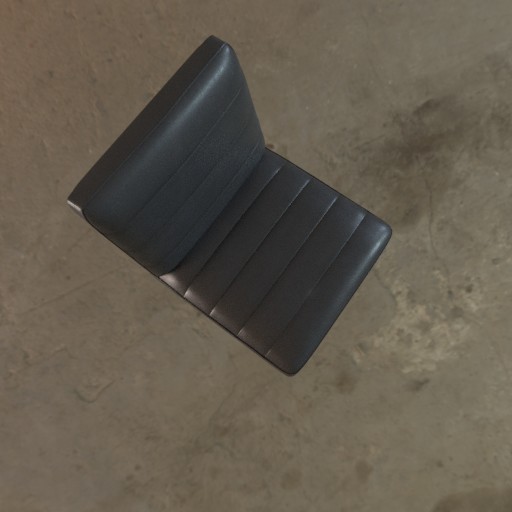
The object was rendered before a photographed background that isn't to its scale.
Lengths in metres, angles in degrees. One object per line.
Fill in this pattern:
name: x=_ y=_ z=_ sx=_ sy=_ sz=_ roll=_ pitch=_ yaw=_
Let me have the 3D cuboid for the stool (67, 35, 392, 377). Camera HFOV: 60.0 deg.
stool: x=0.000 y=0.000 z=1.297 sx=0.552 sy=1.040 sz=0.457 roll=35 pitch=79 yaw=8
